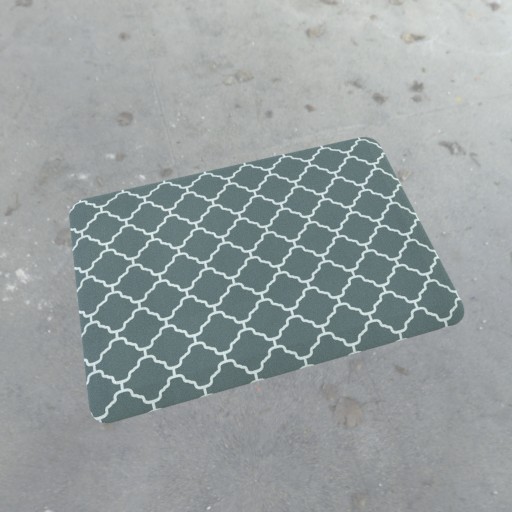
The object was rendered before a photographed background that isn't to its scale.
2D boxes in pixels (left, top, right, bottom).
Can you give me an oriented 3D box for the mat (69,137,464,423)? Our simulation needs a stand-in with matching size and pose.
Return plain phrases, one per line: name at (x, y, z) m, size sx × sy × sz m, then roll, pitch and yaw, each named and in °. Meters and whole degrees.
mat at (0.000, 0.000, 0.954) m, size 0.762 × 0.021 × 0.508 m, roll -14°, pitch 64°, yaw -7°
